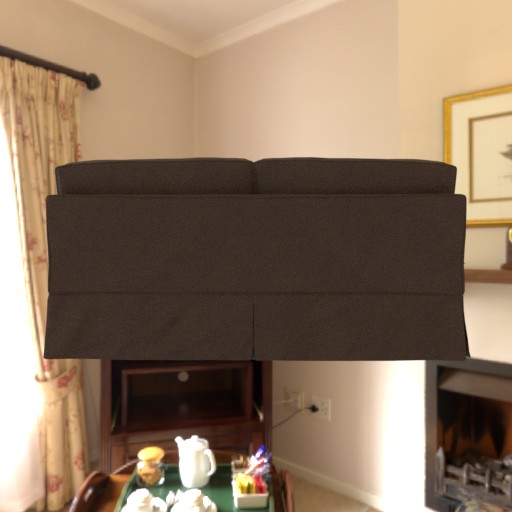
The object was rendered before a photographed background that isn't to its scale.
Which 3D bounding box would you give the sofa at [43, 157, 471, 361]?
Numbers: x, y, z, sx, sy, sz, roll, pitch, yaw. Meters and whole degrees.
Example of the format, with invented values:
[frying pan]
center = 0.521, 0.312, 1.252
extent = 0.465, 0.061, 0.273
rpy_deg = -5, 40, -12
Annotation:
[sofa]
center = 0.000, 0.000, 2.782
extent = 2.256, 1.094, 0.983
rpy_deg = 0, 0, 1
